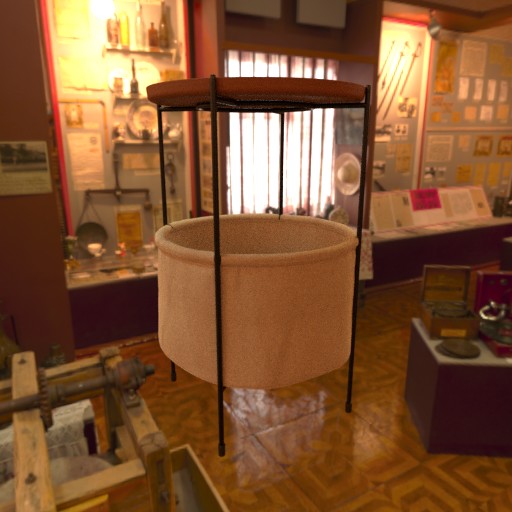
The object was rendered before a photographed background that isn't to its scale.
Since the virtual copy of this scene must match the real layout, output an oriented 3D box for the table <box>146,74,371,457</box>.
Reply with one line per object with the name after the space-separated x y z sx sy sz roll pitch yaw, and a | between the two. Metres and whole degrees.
0.000 0.000 0.879 0.393 0.623 0.393 -8 17 -26 | table
